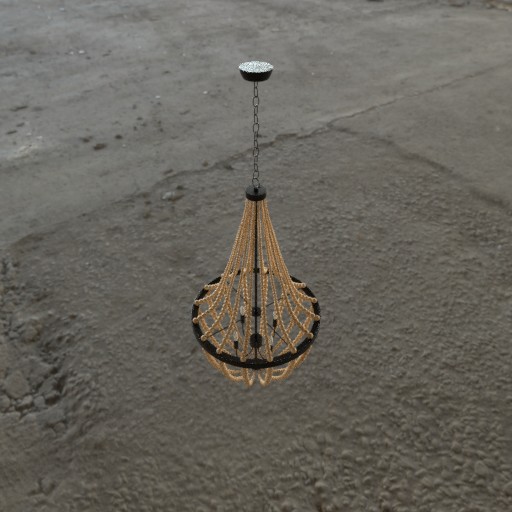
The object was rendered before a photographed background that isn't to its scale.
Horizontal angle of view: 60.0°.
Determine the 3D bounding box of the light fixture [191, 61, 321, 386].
[{"bbox_3d":[0.000,0.000,1.379,0.450,1.133,0.450,0,40,0],"label":"light fixture"}]
